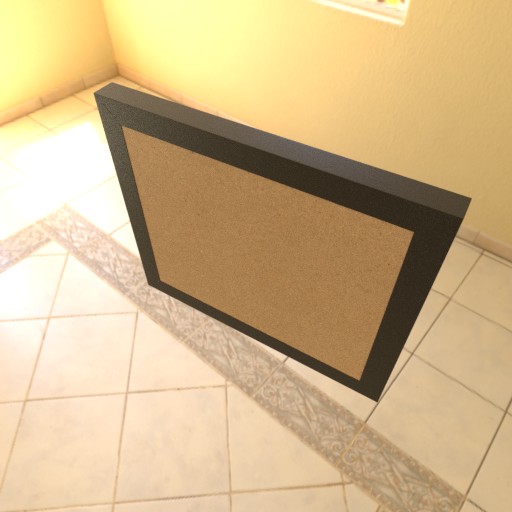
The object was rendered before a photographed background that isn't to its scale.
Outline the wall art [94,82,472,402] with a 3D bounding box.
[{"bbox_3d":[0.000,0.000,0.526,0.381,0.321,0.028,24,52,20],"label":"wall art"}]
